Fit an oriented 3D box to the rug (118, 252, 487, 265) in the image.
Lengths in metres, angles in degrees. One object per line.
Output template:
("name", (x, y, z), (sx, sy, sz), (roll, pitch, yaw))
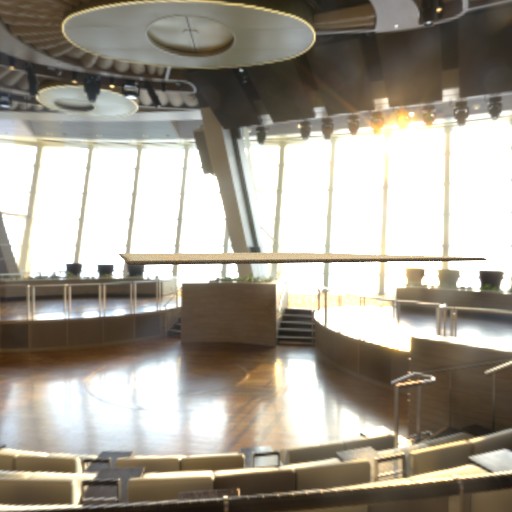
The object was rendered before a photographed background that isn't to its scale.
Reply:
("rug", (0.000, 0.000, 4.207), (2.462, 0.030, 3.066), (0, 1, -18))
